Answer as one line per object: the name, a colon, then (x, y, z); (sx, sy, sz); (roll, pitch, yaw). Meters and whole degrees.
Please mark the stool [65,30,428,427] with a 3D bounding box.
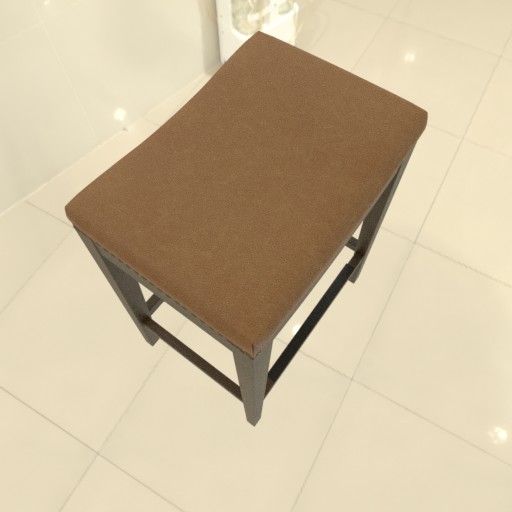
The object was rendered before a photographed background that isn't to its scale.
stool: (0.000, 0.000, 0.936); (0.361, 0.660, 0.500); (33, 68, 15)
